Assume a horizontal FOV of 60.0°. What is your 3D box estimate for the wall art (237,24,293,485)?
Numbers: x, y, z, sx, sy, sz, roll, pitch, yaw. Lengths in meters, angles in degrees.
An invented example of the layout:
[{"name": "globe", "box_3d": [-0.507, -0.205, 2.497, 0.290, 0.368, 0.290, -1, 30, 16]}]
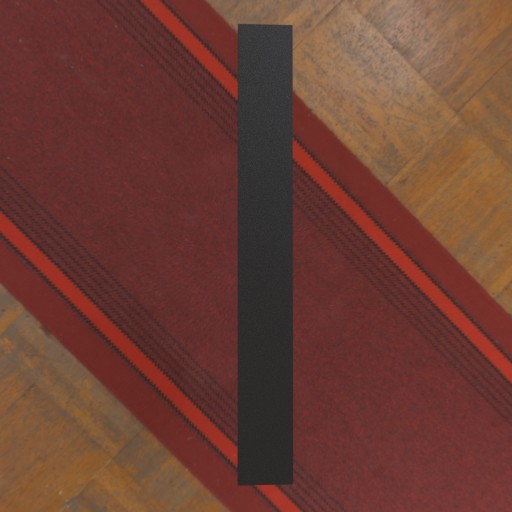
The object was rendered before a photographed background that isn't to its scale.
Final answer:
[{"name": "wall art", "box_3d": [0.000, 0.000, 0.444, 0.037, 0.303, 0.304, 0, 89, -2]}]
